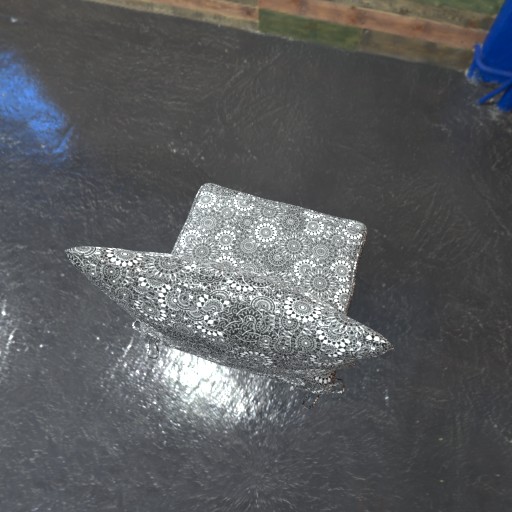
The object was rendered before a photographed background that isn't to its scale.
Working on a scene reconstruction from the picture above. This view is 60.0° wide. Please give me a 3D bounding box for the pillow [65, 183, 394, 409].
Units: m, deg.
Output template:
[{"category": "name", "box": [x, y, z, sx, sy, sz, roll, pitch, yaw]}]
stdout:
[{"category": "pillow", "box": [0.000, 0.000, 1.404, 0.798, 0.722, 0.740, 16, 65, 8]}]
